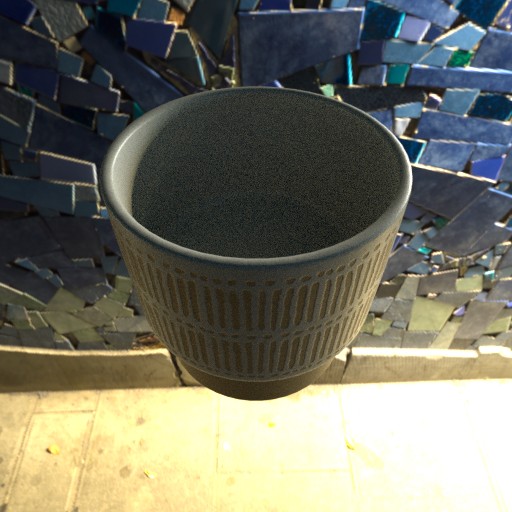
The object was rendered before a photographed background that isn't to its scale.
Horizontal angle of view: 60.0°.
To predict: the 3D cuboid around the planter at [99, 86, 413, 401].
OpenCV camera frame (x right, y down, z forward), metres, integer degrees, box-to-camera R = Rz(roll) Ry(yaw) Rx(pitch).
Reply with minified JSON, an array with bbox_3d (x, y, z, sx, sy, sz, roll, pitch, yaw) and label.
[{"bbox_3d":[0.000,0.000,0.568,0.317,0.303,0.317,0,46,0],"label":"planter"}]
